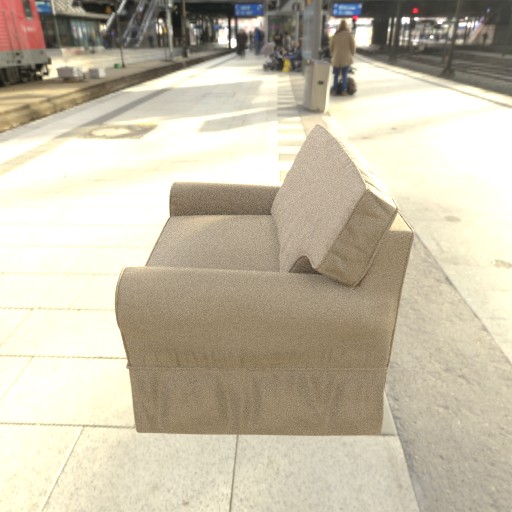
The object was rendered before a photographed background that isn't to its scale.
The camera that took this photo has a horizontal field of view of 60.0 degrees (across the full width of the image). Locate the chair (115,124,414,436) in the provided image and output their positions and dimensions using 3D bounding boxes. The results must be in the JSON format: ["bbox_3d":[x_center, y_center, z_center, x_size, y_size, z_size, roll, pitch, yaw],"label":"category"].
[{"bbox_3d":[0.000,0.000,1.822,0.903,0.937,1.096,0,27,0],"label":"chair"}]
